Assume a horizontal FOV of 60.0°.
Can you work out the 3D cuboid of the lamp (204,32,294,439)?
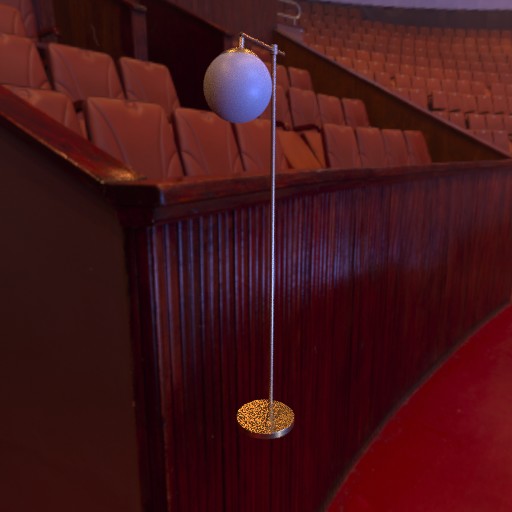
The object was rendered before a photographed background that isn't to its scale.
[{"bbox_3d":[0.000,0.000,1.656,0.249,1.505,0.476,7,15,25],"label":"lamp"}]
